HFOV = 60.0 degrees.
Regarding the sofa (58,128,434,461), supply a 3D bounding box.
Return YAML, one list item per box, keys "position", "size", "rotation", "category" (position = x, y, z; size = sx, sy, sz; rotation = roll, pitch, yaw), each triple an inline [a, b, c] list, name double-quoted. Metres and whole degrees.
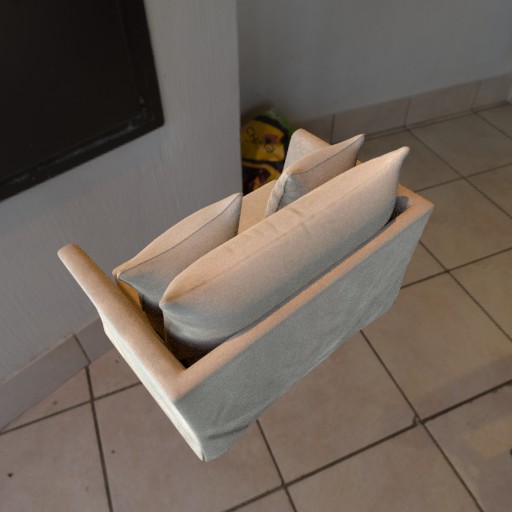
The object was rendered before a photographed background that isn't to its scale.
- position: [0.000, 0.000, 2.308]
  size: [1.608, 1.040, 1.035]
  rotation: [-33, 55, -26]
  category: "sofa"
